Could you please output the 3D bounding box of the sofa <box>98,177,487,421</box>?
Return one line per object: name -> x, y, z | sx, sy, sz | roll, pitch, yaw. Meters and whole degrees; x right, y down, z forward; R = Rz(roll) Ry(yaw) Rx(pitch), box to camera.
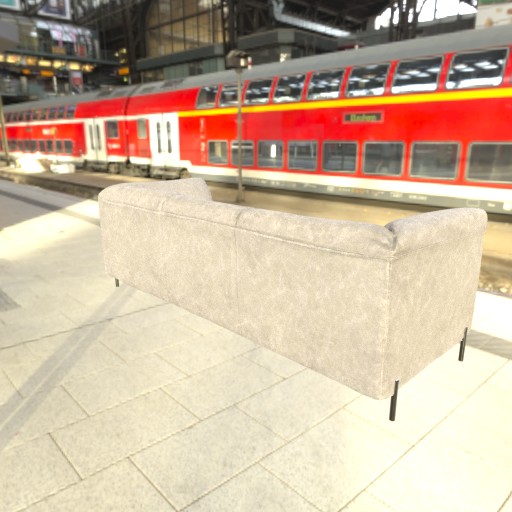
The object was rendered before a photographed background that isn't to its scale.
sofa -> 0.000, 0.000, 2.602 | 0.899, 0.758, 2.238 | -14, 21, -42
